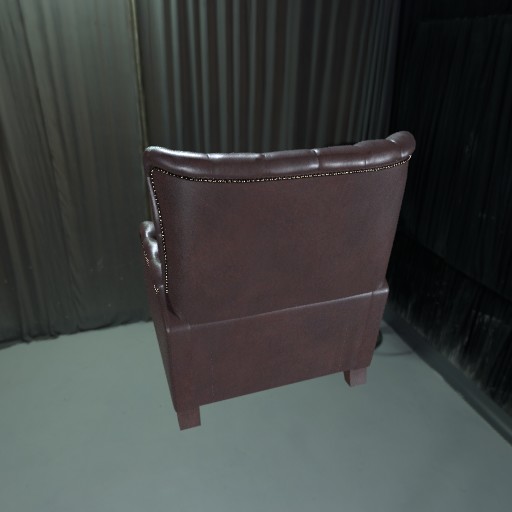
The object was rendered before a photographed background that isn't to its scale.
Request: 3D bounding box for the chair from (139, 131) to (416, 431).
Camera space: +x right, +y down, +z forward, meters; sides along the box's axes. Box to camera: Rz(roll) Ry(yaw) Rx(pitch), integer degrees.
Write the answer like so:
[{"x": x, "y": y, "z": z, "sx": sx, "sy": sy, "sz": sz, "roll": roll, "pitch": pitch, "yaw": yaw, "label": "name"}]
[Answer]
[{"x": 0.000, "y": 0.000, "z": 1.482, "sx": 0.709, "sy": 0.864, "sz": 0.823, "roll": -8, "pitch": 26, "yaw": -17, "label": "chair"}]
